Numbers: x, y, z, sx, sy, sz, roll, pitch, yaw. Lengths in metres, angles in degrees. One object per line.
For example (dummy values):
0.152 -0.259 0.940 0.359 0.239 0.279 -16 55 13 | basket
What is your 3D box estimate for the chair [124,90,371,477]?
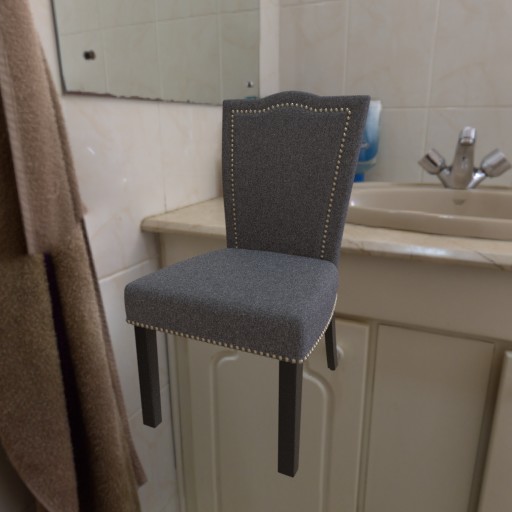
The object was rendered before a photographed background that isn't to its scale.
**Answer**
0.000 0.000 1.299 0.518 0.946 0.589 8 18 25 | chair
